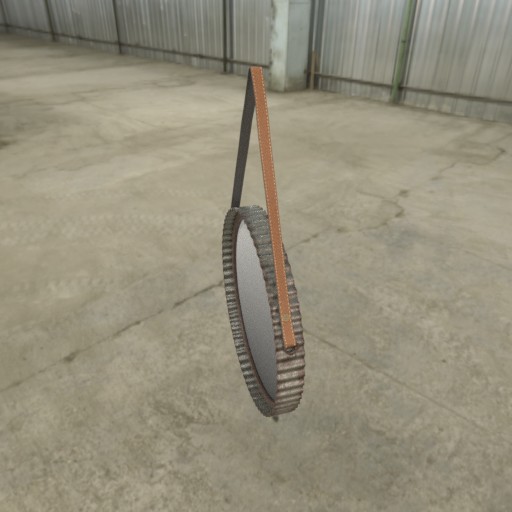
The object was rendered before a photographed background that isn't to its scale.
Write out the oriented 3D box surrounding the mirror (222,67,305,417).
[{"bbox_3d":[0.000,0.000,0.716,0.042,0.568,0.355,-9,32,-14],"label":"mirror"}]
